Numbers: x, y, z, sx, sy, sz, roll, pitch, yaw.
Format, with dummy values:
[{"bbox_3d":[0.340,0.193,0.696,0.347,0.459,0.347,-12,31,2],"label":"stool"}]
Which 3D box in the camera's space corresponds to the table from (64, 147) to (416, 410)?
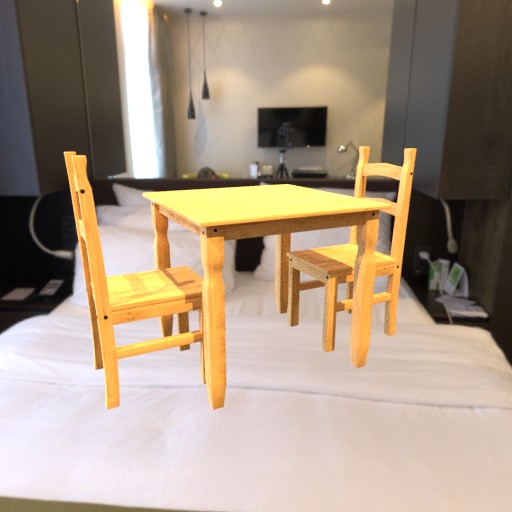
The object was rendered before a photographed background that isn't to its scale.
[{"bbox_3d":[0.000,0.000,2.030,1.501,0.942,0.813,-8,17,-26],"label":"table"}]
